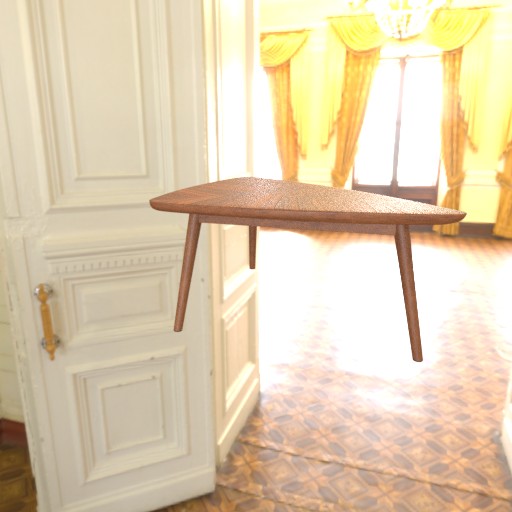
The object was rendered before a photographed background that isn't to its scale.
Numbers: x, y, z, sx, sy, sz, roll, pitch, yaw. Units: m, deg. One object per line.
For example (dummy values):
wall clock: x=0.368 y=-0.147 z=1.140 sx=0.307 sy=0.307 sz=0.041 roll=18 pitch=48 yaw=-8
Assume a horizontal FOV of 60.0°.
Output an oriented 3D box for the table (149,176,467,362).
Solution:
table: x=0.000 y=0.000 z=1.293 sx=0.601 sy=0.365 sz=1.008 roll=-8 pitch=17 yaw=-27
